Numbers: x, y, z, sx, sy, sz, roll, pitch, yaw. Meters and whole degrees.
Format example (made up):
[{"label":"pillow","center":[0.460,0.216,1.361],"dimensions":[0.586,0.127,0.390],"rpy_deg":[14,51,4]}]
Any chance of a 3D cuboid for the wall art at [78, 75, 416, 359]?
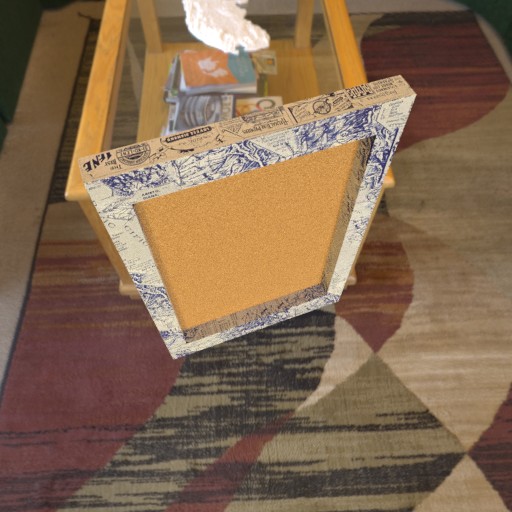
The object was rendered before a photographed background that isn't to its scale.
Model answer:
[{"label":"wall art","center":[0.000,0.000,0.776],"dimensions":[0.408,0.601,0.040],"rpy_deg":[-18,61,-10]}]
